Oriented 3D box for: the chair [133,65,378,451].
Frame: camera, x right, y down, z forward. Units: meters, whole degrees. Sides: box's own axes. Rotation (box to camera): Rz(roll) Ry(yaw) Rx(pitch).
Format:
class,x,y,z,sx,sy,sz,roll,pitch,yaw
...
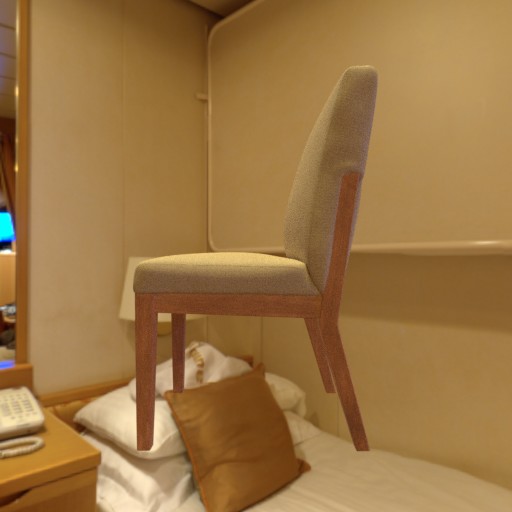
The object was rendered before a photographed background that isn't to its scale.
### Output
class,x,y,z,sx,sy,sz,roll,pitch,yaw
chair,0.000,0.000,1.270,0.586,0.911,0.507,0,-1,0
